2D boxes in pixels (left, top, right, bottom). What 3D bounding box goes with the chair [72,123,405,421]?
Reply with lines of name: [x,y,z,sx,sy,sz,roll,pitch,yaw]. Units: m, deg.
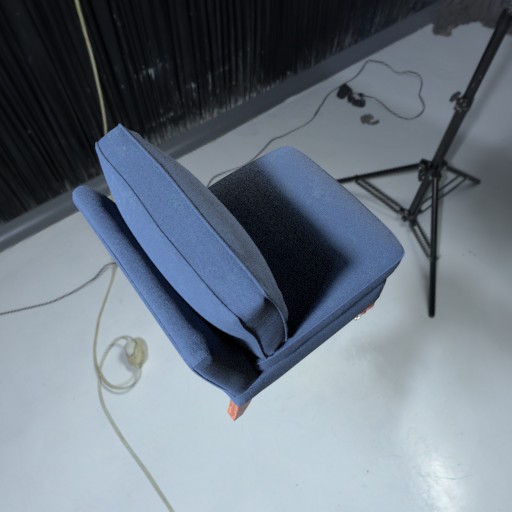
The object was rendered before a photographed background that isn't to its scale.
chair: [0.000,0.000,1.661,0.912,1.052,0.724,-33,64,-19]
